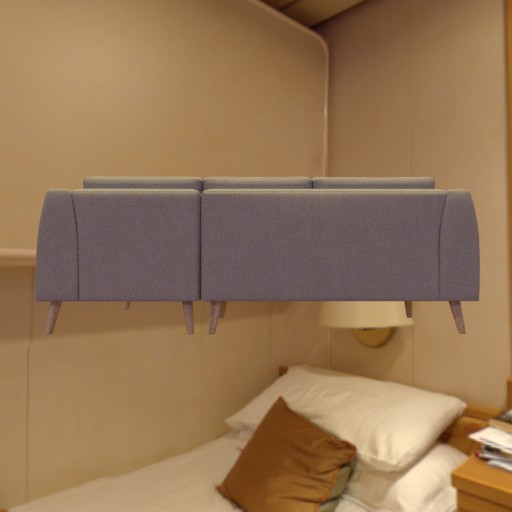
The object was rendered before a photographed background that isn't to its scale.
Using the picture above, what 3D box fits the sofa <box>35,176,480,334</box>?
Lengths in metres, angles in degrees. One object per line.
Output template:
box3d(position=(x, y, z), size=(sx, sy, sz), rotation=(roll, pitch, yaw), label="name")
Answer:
box3d(position=(0.000, 0.000, 3.048), size=(2.300, 0.860, 1.580), rotation=(0, -2, -1), label="sofa")
